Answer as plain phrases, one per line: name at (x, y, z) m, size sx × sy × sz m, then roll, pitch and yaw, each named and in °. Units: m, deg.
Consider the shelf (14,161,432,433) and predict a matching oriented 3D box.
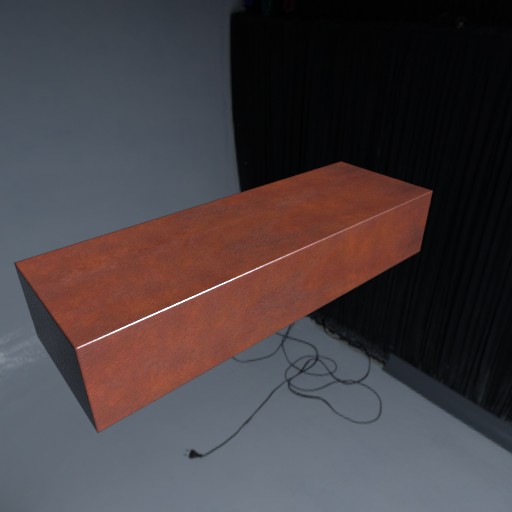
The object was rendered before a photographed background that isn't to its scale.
shelf at (0.000, 0.000, 0.509) m, size 0.457 × 0.088 × 0.152 m, roll -23°, pitch 37°, yaw -34°
